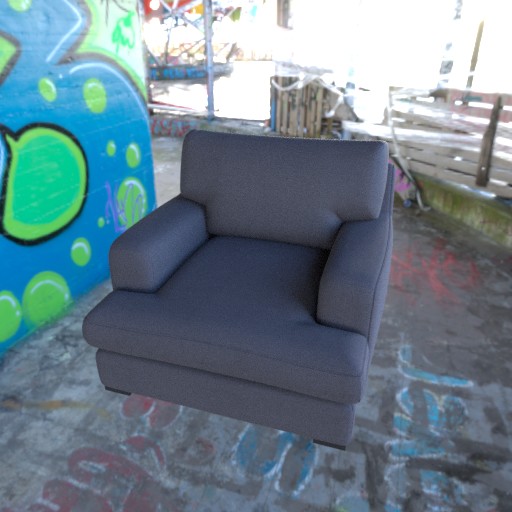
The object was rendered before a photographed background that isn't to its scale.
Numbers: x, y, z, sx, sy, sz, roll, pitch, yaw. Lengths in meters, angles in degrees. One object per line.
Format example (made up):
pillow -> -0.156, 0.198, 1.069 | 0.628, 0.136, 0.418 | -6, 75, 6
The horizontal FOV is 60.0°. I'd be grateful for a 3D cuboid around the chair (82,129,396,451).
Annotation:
chair -> 0.000, 0.000, 2.002 | 1.168, 0.940, 1.143 | 8, 28, 16
